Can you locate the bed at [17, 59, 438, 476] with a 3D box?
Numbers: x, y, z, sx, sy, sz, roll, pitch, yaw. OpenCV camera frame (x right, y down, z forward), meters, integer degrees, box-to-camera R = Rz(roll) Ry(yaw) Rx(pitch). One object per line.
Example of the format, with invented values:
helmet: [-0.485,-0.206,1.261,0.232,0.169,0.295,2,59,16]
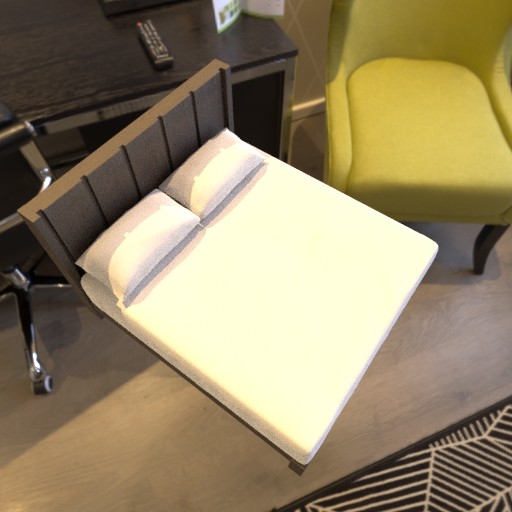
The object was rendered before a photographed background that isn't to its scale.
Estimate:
bed: [0.000,0.000,3.025,1.992,1.261,1.735,32,63,19]
